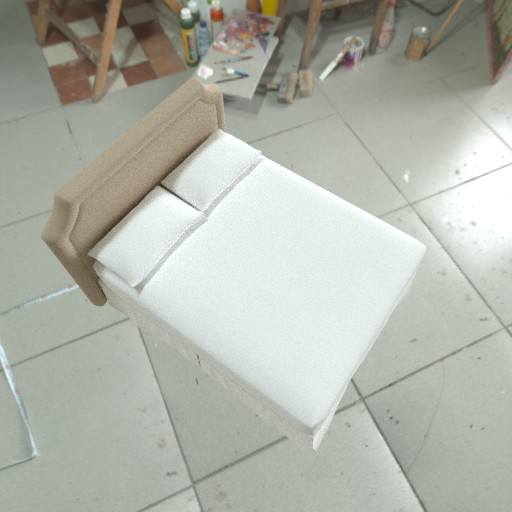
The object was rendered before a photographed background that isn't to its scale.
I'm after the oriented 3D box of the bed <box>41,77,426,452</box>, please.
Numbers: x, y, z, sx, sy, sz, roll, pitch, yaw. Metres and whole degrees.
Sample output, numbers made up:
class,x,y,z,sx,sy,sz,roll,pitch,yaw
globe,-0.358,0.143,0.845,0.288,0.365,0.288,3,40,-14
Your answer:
class,x,y,z,sx,sy,sz,roll,pitch,yaw
bed,0.000,0.000,3.302,2.204,1.301,1.828,32,65,17
